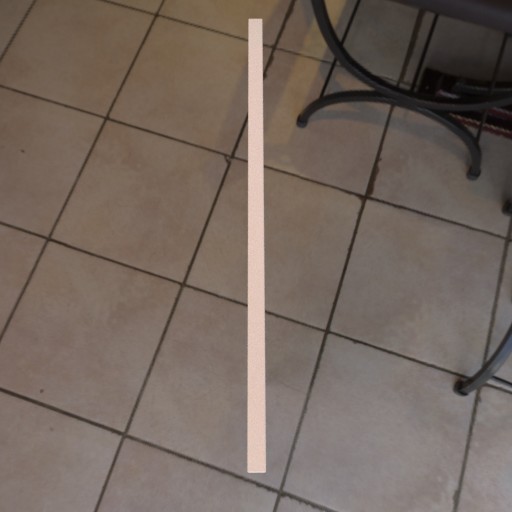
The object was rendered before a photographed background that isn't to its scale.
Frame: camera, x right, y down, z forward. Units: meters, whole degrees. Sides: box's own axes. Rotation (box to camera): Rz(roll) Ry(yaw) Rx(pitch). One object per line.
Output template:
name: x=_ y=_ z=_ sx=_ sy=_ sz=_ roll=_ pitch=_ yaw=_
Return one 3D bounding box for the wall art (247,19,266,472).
wall art: x=0.000 y=0.000 z=1.902 sx=0.051 sy=1.016 sz=1.520 roll=0 pitch=74 yaw=0
